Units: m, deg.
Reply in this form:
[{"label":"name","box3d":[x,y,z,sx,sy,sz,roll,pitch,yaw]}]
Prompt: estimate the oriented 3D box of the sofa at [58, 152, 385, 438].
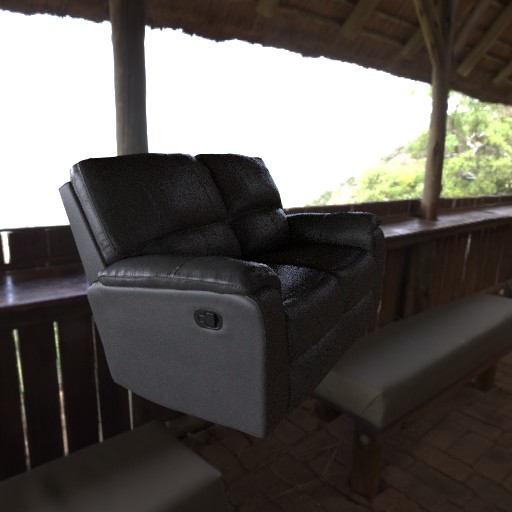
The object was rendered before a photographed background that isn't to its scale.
[{"label":"sofa","box3d":[0.000,0.000,2.443,1.104,1.111,1.765,7,15,29]}]
